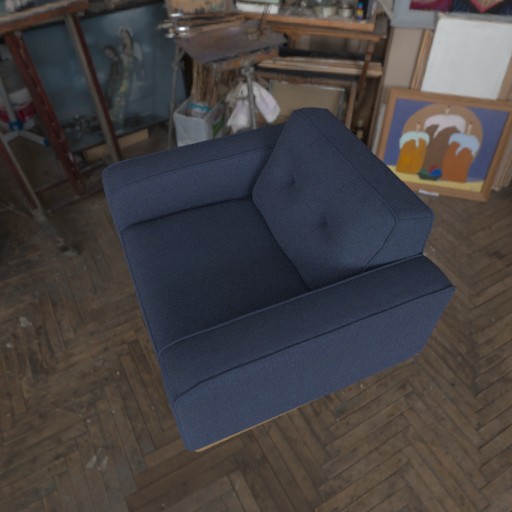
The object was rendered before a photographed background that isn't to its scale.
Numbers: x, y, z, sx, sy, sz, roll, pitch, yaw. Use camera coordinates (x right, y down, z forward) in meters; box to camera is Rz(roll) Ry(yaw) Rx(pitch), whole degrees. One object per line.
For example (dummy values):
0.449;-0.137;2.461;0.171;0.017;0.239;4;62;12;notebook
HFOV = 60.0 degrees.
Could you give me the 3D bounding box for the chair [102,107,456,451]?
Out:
0.000;0.000;1.742;0.953;0.783;1.118;-18;50;-15;chair
